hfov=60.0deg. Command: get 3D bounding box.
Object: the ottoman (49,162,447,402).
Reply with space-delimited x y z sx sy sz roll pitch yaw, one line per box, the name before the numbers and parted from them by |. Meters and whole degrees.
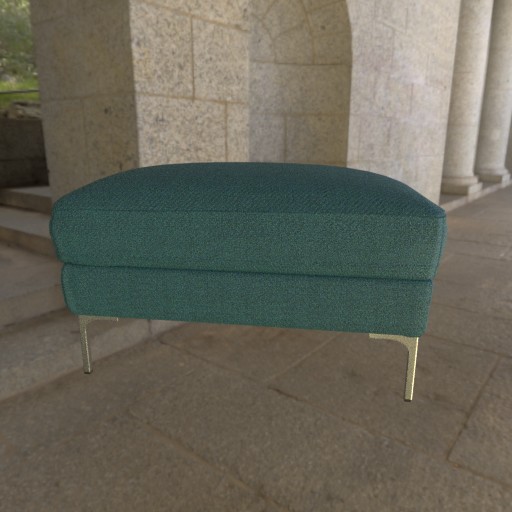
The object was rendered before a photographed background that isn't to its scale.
ottoman | 0.000 0.000 1.204 0.856 0.498 0.563 2 15 8
